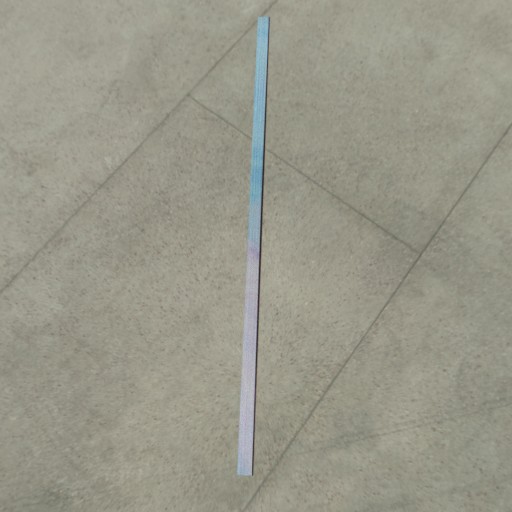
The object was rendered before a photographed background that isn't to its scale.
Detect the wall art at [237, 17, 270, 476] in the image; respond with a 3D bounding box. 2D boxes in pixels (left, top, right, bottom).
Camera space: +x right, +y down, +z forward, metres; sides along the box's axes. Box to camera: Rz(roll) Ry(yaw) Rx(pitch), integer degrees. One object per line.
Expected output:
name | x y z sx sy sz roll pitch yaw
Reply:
wall art | 0.000 0.000 0.750 0.018 0.402 0.604 2 74 1
